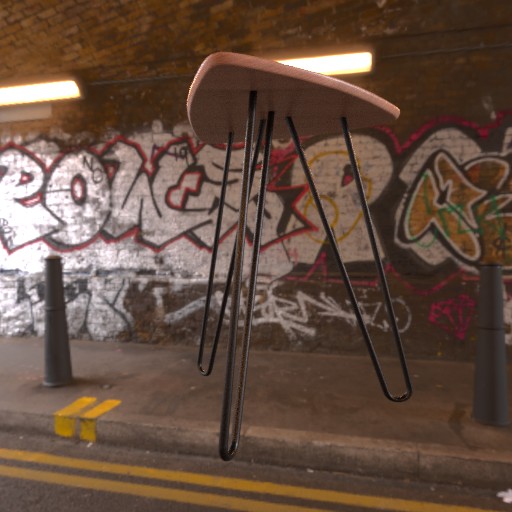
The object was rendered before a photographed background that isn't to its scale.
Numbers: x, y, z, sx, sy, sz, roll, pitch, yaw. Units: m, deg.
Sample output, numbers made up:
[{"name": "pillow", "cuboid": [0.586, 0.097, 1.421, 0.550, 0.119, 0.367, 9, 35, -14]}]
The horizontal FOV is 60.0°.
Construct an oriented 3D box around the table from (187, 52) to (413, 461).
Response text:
[{"name": "table", "cuboid": [0.000, 0.000, 0.890, 0.442, 0.564, 0.455, 0, 0, -37]}]
